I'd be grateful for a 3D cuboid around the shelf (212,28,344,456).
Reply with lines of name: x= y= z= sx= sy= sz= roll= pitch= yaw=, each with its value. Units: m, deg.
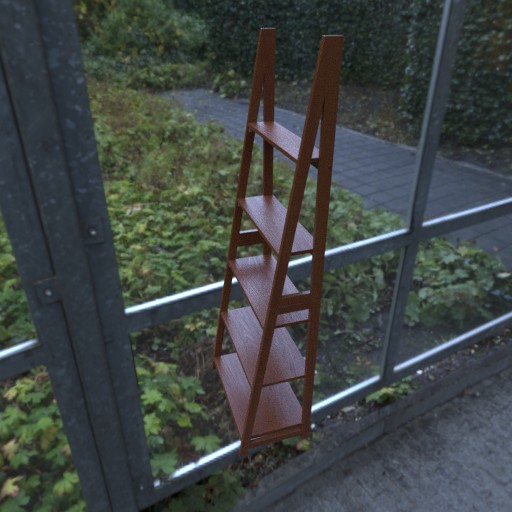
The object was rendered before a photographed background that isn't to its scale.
shelf: x=0.000 y=0.000 z=1.971 sx=0.356 sy=1.780 sz=0.630 roll=-9 pitch=30 yaw=-15
